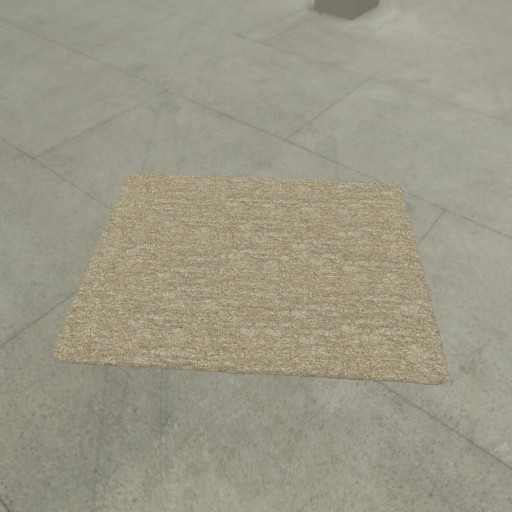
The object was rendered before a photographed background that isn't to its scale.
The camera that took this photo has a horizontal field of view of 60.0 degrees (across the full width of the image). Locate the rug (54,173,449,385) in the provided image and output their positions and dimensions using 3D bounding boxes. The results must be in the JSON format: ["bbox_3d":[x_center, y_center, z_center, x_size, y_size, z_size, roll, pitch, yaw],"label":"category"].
[{"bbox_3d":[0.000,0.000,3.854,2.873,0.050,2.242,3,47,2],"label":"rug"}]
